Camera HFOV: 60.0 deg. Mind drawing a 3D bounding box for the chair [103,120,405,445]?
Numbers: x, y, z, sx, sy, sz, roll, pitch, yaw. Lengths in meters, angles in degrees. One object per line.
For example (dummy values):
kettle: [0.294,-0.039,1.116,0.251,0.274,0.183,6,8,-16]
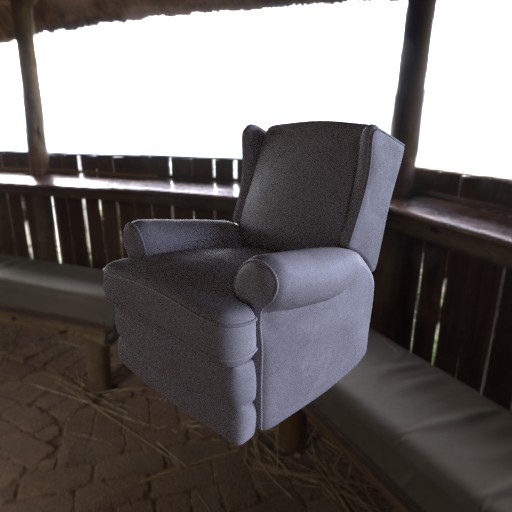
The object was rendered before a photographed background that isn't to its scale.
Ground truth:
chair: [0.000,0.000,1.724,0.969,1.011,0.847,-16,23,-43]
